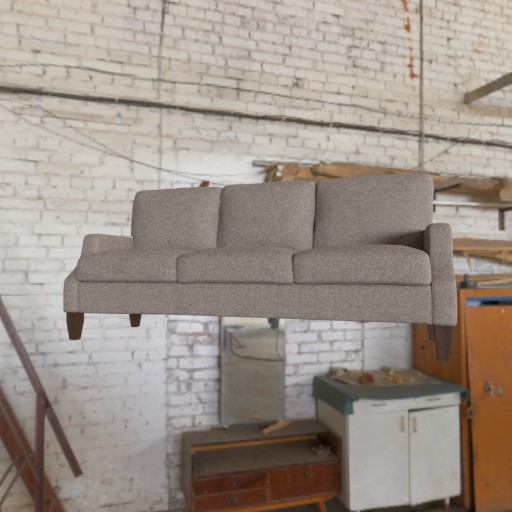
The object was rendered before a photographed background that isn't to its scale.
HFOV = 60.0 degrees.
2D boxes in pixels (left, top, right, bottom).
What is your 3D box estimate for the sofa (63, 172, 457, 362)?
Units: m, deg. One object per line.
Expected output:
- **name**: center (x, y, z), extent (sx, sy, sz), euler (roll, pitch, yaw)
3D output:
- **sofa**: center (0.000, 0.000, 2.651), extent (2.115, 0.984, 0.888), euler (-1, -2, 18)
